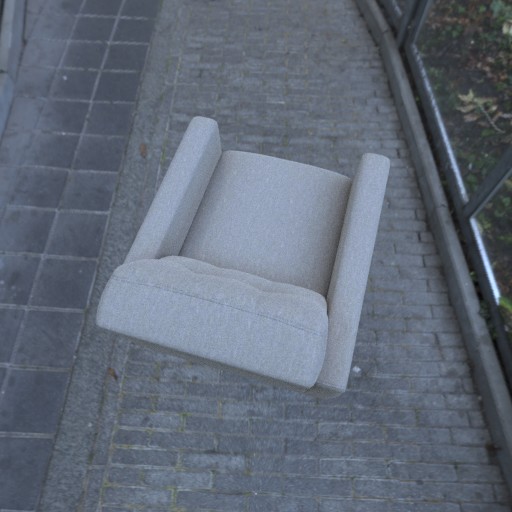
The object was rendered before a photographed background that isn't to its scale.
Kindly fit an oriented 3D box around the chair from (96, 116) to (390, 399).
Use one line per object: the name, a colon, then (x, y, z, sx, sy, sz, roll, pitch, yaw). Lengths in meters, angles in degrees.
chair: (0.000, 0.000, 1.845, 0.897, 0.965, 1.128, 14, 63, 8)
